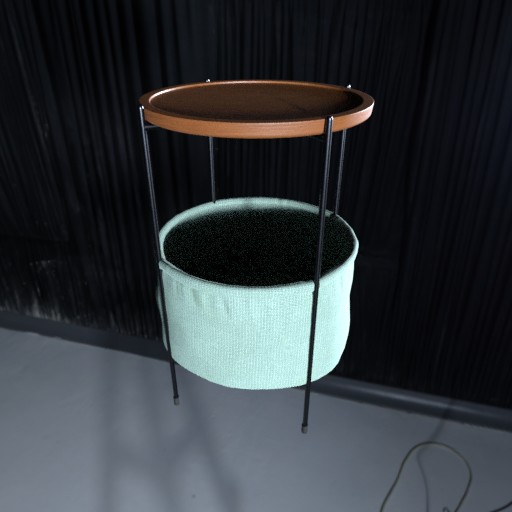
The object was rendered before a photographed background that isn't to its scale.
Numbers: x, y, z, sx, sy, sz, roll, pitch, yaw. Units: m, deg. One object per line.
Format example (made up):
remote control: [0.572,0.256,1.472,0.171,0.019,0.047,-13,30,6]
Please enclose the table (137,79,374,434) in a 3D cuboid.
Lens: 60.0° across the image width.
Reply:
table: [0.000,0.000,0.895,0.400,0.623,0.400,8,30,13]
